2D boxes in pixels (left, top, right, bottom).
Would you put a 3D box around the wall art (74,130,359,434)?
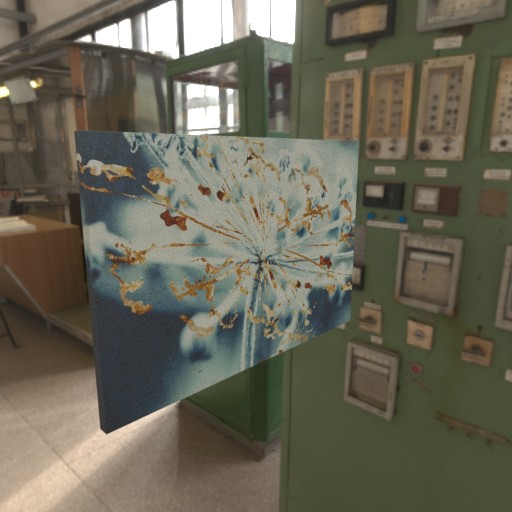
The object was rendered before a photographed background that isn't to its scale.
[{"bbox_3d":[0.000,0.000,1.471,0.035,0.759,1.138,12,18,43],"label":"wall art"}]
